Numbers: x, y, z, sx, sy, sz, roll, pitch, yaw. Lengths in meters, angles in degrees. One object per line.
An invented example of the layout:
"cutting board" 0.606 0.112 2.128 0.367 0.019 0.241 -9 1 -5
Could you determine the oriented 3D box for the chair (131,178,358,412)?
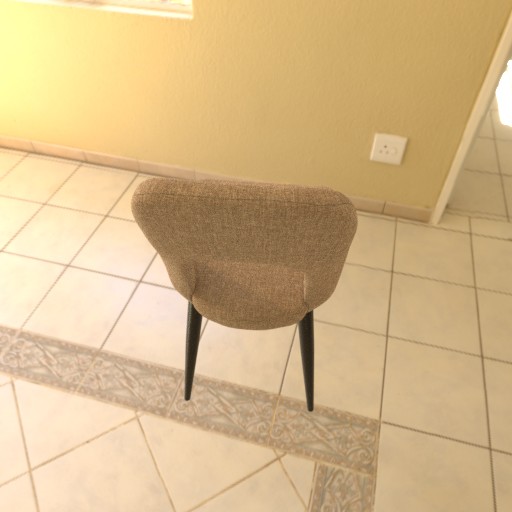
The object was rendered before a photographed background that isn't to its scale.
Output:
"chair" 0.000 0.000 1.240 0.470 0.931 0.612 4 48 4
